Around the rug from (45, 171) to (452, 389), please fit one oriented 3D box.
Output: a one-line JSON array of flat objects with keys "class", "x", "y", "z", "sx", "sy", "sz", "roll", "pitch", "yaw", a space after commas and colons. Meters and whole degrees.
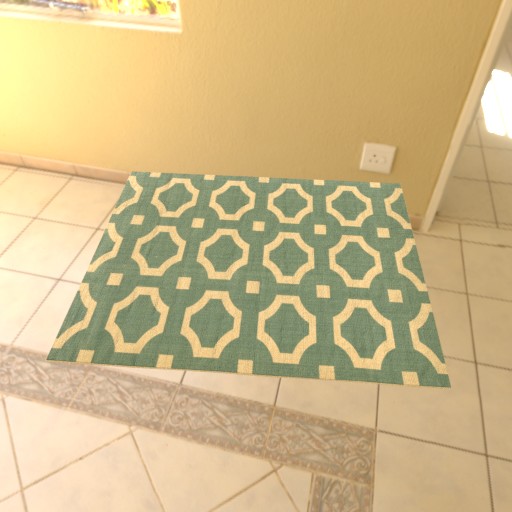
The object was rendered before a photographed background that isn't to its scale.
[{"class": "rug", "x": 0.000, "y": 0.000, "z": 4.155, "sx": 3.049, "sy": 0.021, "sz": 2.466, "roll": 3, "pitch": 46, "yaw": 3}]
